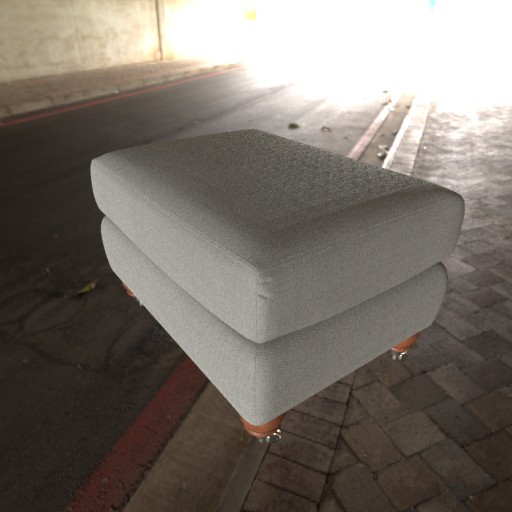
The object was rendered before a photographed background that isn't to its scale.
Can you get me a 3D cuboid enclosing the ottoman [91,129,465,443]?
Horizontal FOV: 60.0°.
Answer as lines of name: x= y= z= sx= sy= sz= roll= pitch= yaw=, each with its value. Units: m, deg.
ottoman: x=0.000 y=0.000 z=1.131 sx=0.569 sy=0.504 sz=0.773 roll=-19 pitch=34 yaw=-31
